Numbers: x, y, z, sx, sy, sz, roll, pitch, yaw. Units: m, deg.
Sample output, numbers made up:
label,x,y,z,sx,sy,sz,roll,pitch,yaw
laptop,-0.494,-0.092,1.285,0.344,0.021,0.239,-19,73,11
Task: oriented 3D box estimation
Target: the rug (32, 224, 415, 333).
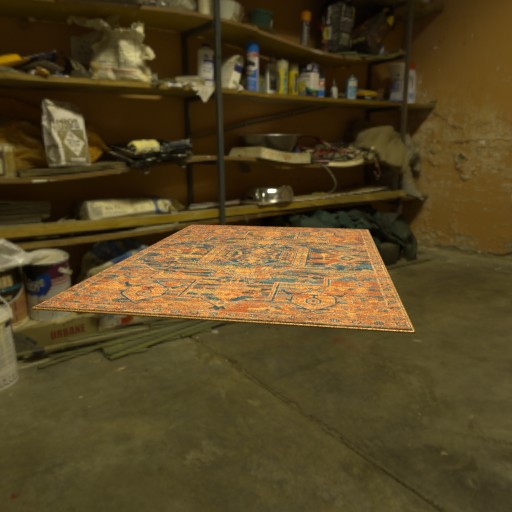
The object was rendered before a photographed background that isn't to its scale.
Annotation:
label,x,y,z,sx,sy,sz,roll,pitch,yaw
rug,0.000,0.000,3.689,2.043,0.019,2.916,2,13,9
